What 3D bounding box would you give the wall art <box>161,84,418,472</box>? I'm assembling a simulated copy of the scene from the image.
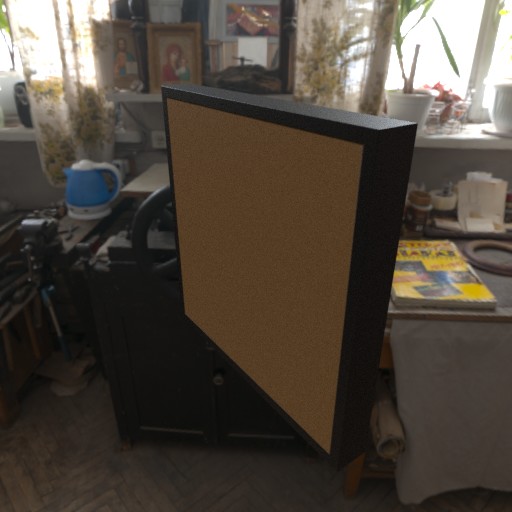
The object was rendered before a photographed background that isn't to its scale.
[{"bbox_3d":[0.000,0.000,0.452,0.038,0.304,0.304,-18,32,-32],"label":"wall art"}]
